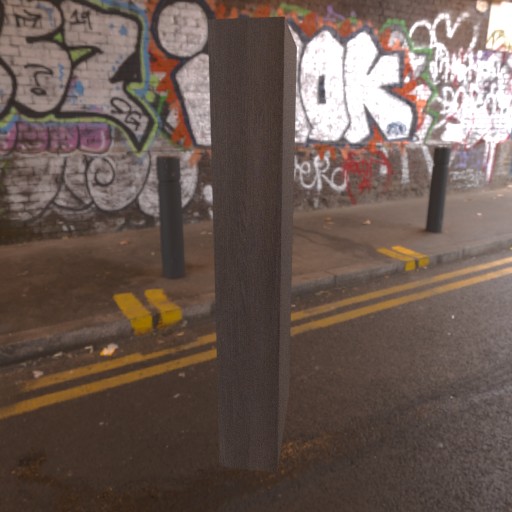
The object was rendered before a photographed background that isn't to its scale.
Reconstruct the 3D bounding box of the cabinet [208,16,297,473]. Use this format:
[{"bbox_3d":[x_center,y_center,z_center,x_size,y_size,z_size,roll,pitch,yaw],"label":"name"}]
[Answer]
[{"bbox_3d":[0.000,0.000,1.799,0.255,1.630,0.520,3,16,9],"label":"cabinet"}]
